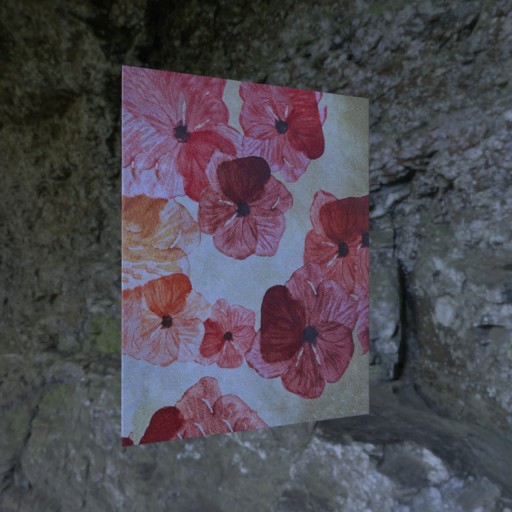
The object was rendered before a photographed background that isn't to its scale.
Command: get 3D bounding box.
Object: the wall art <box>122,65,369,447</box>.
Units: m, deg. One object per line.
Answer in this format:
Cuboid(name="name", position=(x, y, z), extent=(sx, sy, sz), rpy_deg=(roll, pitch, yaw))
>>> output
Cuboid(name="wall art", position=(0.000, 0.000, 1.316), extent=(0.762, 1.015, 0.031), rpy_deg=(0, 0, -19))
